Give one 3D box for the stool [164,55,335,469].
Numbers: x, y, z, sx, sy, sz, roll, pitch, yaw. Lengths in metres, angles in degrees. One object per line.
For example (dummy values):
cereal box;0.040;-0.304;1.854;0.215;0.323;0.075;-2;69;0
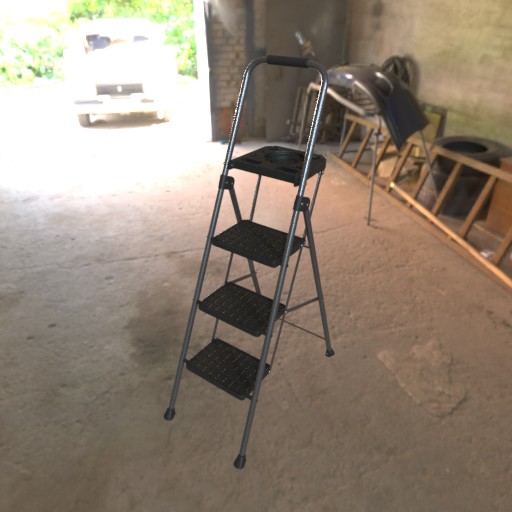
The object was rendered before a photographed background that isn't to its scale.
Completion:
stool;0.000;0.000;1.587;0.396;1.277;0.733;20;37;30
